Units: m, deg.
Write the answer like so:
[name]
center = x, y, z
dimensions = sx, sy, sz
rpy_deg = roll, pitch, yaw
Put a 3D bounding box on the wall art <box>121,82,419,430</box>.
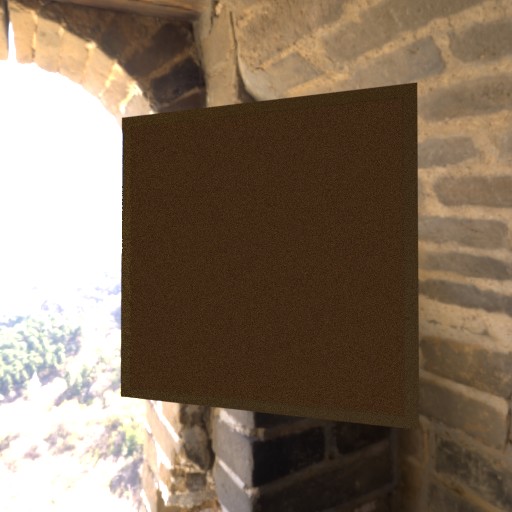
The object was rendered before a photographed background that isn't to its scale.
[wall art]
center = 0.000, 0.000, 2.804
dimensions = 1.926, 1.926, 0.099
rpy_deg = 0, -1, 18
